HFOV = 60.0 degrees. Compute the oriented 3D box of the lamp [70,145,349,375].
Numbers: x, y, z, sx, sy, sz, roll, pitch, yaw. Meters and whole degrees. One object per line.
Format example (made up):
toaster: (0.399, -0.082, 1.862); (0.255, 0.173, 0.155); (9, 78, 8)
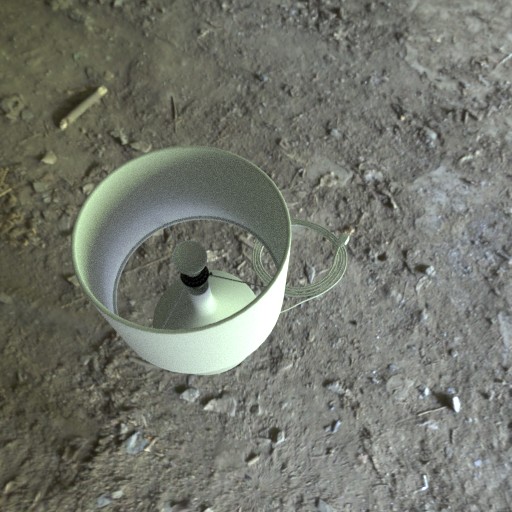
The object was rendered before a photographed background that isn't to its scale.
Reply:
lamp: (0.000, 0.000, 0.853); (0.546, 0.457, 0.401); (-14, 63, -7)
